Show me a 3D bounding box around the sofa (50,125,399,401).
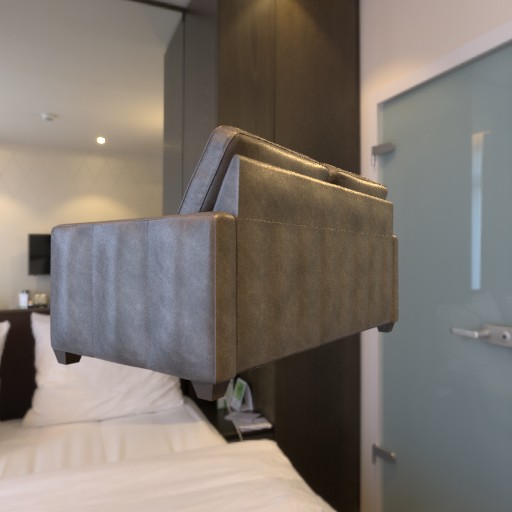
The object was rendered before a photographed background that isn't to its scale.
[{"bbox_3d":[0.000,0.000,2.297,0.939,0.916,1.732,0,-1,36],"label":"sofa"}]
